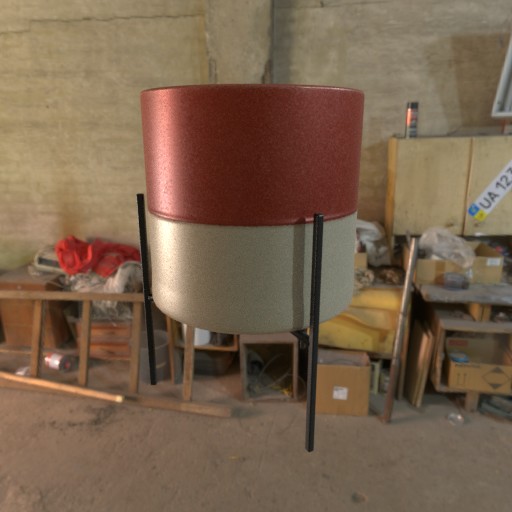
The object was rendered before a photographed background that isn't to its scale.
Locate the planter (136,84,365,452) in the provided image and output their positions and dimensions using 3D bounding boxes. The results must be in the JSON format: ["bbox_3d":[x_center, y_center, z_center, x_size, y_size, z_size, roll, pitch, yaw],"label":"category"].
[{"bbox_3d":[0.000,0.000,0.512,0.235,0.354,0.251,-8,18,-25],"label":"planter"}]
